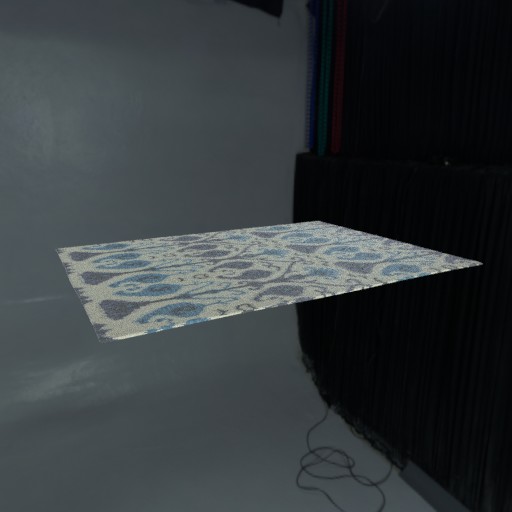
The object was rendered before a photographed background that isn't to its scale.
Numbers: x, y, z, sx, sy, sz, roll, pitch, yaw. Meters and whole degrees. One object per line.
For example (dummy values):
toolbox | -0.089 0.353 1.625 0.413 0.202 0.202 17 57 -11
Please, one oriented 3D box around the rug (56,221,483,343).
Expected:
rug | 0.000 0.000 2.892 2.261 0.013 1.676 -8 17 -28
